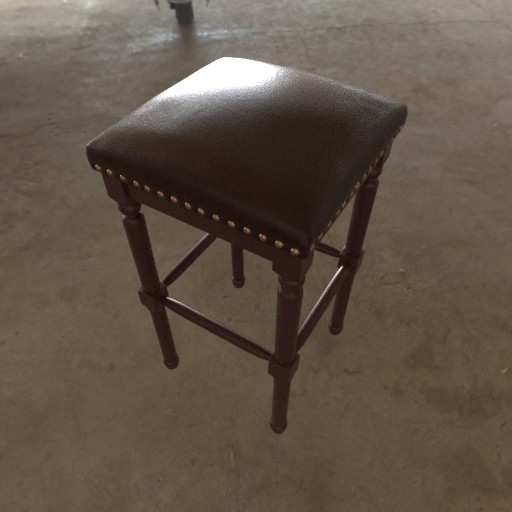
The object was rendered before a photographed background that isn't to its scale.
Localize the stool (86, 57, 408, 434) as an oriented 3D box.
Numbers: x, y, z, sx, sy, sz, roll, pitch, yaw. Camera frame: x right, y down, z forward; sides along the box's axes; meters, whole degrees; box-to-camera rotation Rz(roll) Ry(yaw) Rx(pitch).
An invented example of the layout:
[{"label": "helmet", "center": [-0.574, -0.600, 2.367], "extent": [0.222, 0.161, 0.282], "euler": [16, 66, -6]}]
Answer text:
[{"label": "stool", "center": [0.000, 0.000, 0.926], "extent": [0.383, 0.702, 0.382], "euler": [24, 51, 21]}]
